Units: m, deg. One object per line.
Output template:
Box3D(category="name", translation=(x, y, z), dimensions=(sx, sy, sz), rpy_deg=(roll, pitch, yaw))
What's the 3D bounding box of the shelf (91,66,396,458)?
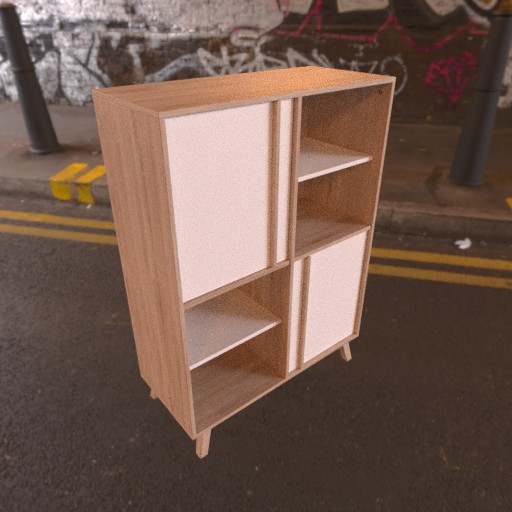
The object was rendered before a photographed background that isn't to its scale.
Box3D(category="shelf", translation=(0.000, 0.000, 1.889), dimensions=(1.000, 1.390, 0.450), rpy_deg=(-22, 36, -33))
